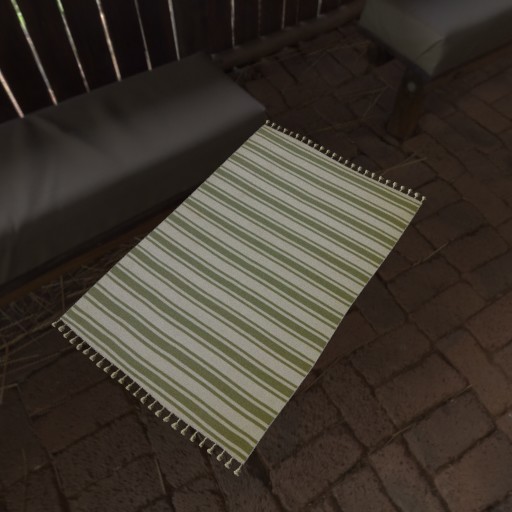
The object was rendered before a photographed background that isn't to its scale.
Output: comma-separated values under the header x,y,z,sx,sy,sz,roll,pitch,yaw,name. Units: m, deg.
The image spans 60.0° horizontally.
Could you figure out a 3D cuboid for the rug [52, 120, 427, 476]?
x,y,z,sx,sy,sz,roll,pitch,yaw,name
0.000,0.000,2.417,1.162,0.013,1.875,32,63,19,rug
